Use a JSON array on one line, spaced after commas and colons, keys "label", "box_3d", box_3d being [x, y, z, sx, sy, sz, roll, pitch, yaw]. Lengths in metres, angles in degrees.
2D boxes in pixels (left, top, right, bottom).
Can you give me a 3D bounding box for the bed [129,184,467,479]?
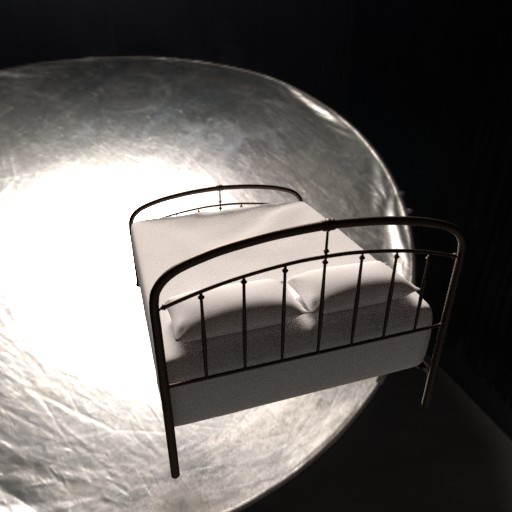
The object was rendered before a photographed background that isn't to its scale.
[{"label": "bed", "box_3d": [0.000, 0.000, 3.253, 1.711, 1.425, 2.180, -9, 29, -16]}]
